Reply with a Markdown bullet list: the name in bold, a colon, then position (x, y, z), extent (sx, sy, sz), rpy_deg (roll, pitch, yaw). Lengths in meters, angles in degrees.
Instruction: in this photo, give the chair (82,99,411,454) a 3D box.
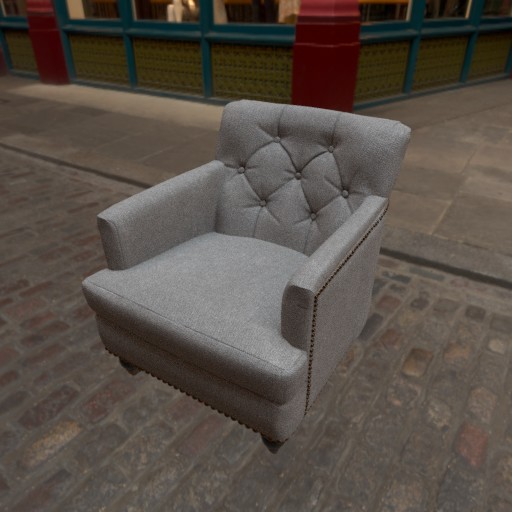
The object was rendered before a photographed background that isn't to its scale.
- **chair**: position (0.000, 0.000, 1.499), extent (0.737, 0.823, 0.902), rpy_deg (18, 36, 27)
